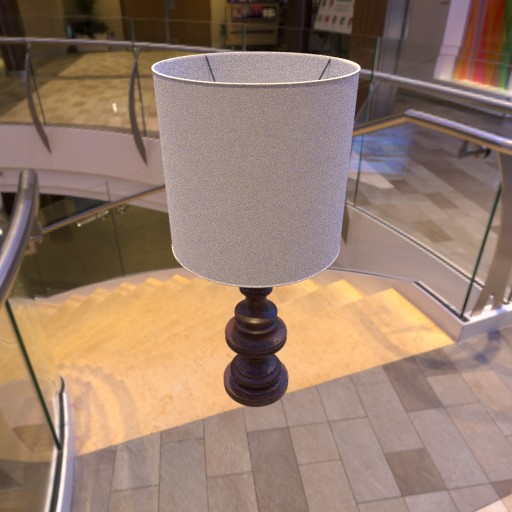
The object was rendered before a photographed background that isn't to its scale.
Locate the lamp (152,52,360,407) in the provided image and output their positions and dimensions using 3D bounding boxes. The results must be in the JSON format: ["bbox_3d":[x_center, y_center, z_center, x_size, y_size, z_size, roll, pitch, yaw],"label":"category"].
[{"bbox_3d":[0.000,0.000,0.569,0.208,0.455,0.208,20,37,30],"label":"lamp"}]
